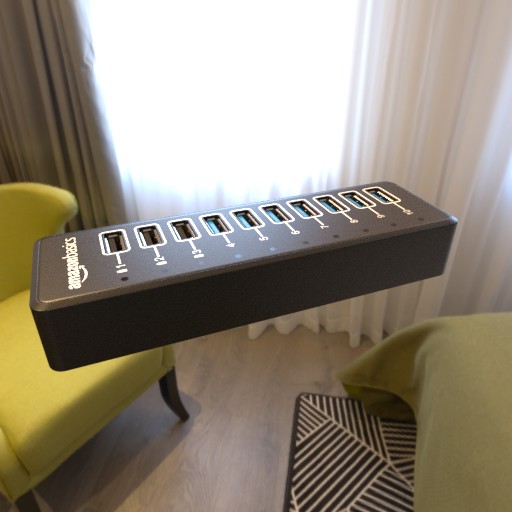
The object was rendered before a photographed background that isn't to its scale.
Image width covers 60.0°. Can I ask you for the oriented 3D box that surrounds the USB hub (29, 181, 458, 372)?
[{"bbox_3d":[0.000,0.000,0.161,0.145,0.023,0.044,-12,33,-18],"label":"USB hub"}]
